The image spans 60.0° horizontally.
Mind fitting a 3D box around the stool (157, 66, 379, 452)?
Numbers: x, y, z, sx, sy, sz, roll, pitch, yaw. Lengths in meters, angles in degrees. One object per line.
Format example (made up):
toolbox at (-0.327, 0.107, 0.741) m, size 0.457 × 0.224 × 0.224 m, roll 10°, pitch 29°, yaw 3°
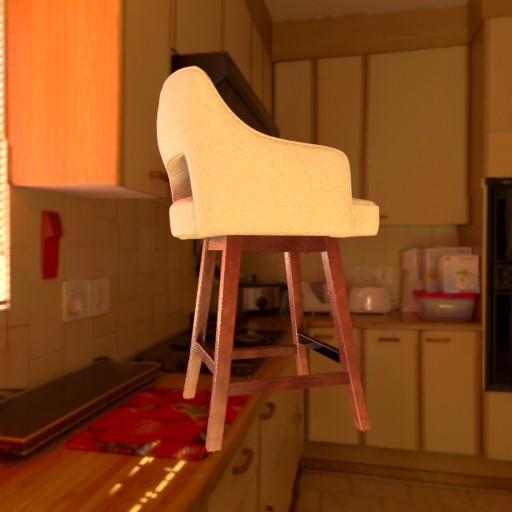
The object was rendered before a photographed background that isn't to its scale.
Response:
stool at (0.000, 0.000, 1.306) m, size 0.560 × 0.936 × 0.550 m, roll 0°, pitch 1°, yaw -17°
